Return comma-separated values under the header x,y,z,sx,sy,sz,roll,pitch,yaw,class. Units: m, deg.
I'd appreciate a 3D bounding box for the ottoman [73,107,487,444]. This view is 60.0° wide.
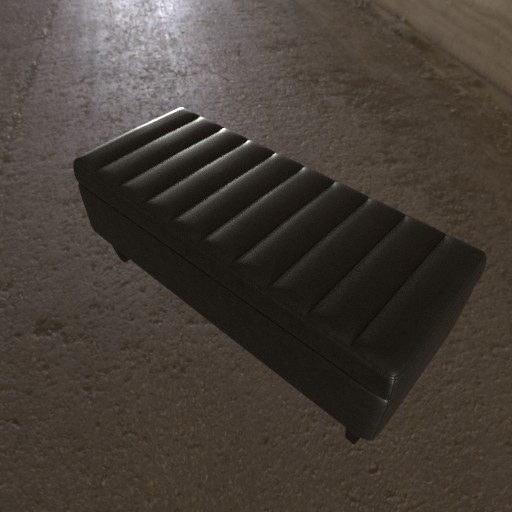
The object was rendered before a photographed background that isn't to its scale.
x,y,z,sx,sy,sz,roll,pitch,yaw,class
0.000,0.000,1.385,1.151,0.469,0.482,33,54,28,ottoman
